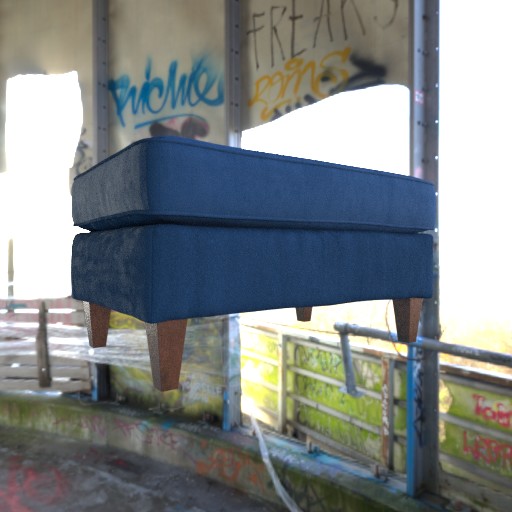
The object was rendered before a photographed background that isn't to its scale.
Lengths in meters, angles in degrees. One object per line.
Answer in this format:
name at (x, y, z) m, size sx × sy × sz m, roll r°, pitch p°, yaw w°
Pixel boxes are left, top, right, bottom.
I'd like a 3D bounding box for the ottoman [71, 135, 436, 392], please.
ottoman at (0.000, 0.000, 1.218) m, size 0.862 × 0.484 × 0.583 m, roll 0°, pitch 1°, yaw -35°
